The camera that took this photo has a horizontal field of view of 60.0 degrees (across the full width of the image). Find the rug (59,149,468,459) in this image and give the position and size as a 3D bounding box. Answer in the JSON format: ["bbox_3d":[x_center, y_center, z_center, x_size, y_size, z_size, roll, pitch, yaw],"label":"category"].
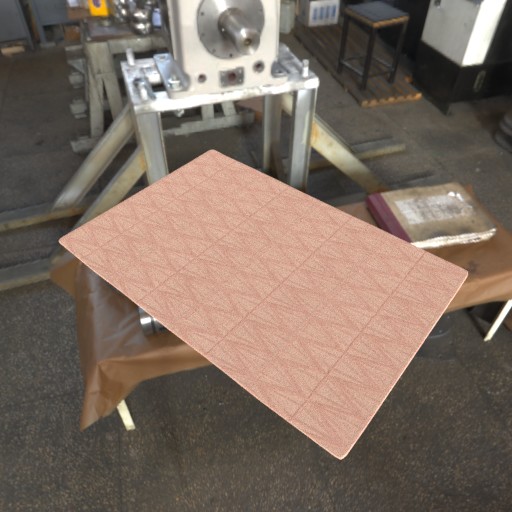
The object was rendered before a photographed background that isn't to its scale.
[{"bbox_3d":[0.000,0.000,3.063,2.390,0.015,1.609,31,52,27],"label":"rug"}]
